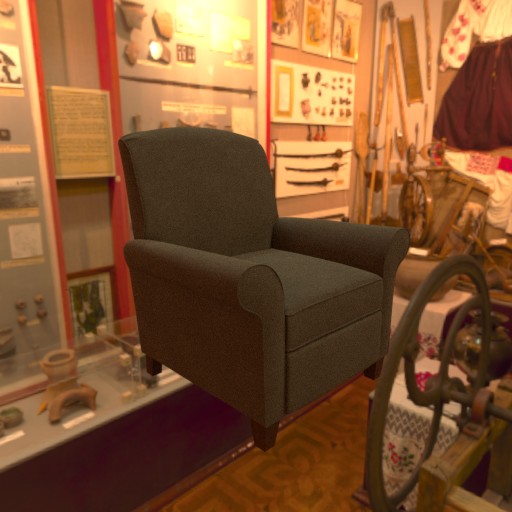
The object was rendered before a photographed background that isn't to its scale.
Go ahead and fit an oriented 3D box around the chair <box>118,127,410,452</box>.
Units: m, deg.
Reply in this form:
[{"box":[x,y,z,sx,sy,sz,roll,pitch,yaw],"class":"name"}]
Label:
[{"box":[0.000,0.000,1.854,0.978,1.061,0.905,-13,19,-43],"class":"chair"}]
